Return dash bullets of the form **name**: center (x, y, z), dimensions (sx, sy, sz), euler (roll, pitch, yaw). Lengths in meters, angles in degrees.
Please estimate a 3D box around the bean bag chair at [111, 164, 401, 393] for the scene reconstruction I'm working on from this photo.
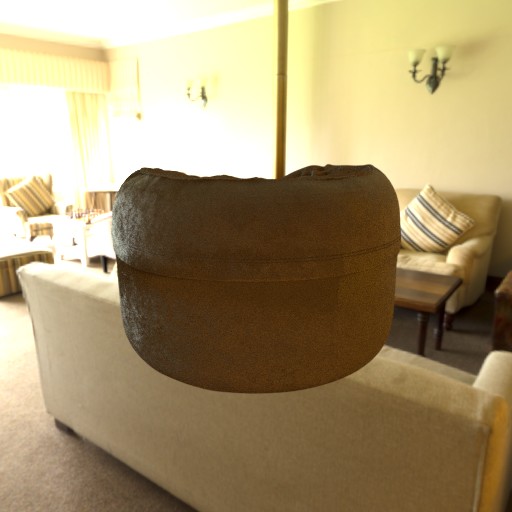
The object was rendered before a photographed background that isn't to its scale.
- **bean bag chair**: center (0.000, 0.000, 1.495), dimensions (0.918, 0.605, 0.918), euler (0, 15, 0)
